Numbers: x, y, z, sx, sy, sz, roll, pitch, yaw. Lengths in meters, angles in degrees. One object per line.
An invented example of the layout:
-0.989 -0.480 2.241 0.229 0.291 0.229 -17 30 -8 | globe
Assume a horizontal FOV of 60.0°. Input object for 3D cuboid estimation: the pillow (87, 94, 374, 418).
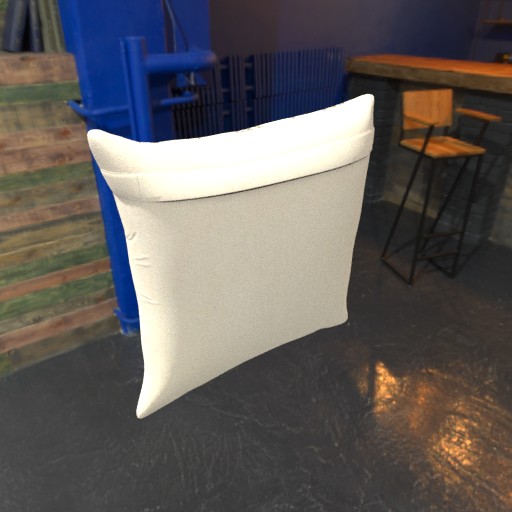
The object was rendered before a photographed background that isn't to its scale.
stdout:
0.000 0.000 0.632 0.405 0.406 0.173 -18 34 -29 | pillow
